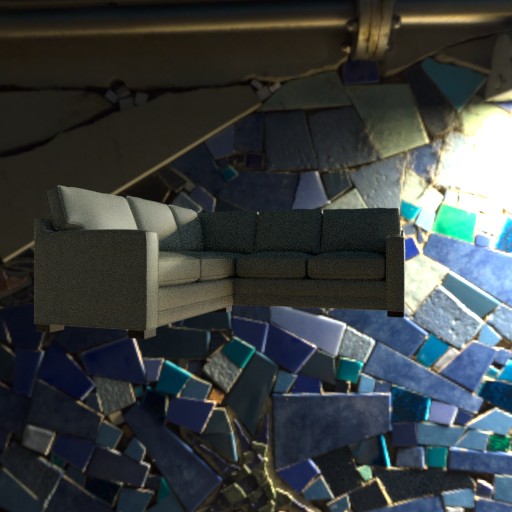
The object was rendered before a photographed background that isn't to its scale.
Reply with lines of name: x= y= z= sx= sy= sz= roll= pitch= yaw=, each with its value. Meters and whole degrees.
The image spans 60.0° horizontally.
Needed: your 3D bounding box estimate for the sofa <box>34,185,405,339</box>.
sofa: x=0.000 y=0.000 z=3.433 sx=2.211 sy=0.936 sz=2.188 roll=0 pitch=0 yaw=18
